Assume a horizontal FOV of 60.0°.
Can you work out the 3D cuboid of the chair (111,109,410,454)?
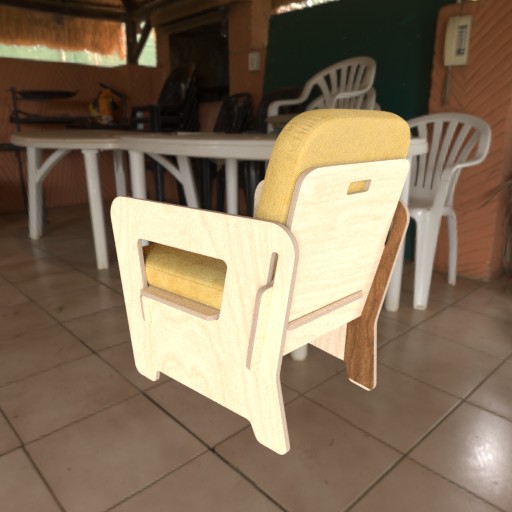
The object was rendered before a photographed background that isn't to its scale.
[{"bbox_3d":[0.000,0.000,1.296,0.590,0.800,0.710,-15,22,-42],"label":"chair"}]
